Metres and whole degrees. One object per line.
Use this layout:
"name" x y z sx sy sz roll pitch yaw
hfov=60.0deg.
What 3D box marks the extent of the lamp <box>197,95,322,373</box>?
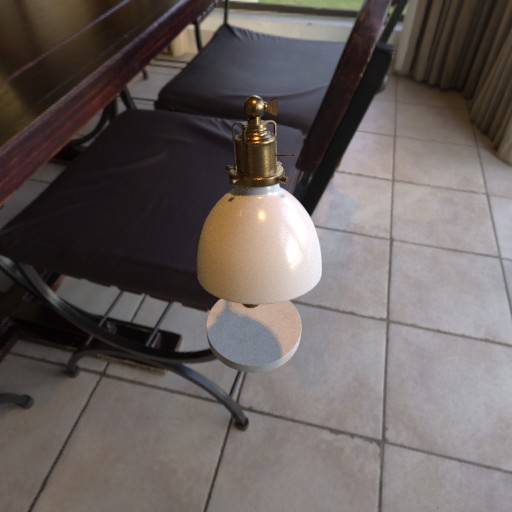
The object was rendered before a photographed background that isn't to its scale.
"lamp" 0.000 0.000 0.663 0.186 0.522 0.317 -4 46 -4
